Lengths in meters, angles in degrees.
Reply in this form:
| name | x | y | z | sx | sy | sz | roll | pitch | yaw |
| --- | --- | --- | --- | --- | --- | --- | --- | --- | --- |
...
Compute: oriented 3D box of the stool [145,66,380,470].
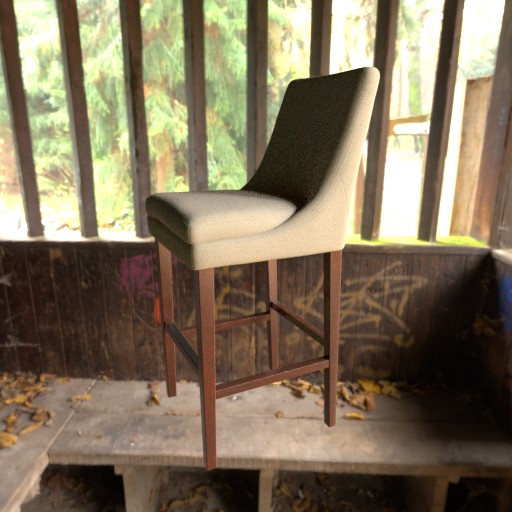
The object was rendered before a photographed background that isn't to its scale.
| name | x | y | z | sx | sy | sz | roll | pitch | yaw |
| --- | --- | --- | --- | --- | --- | --- | --- | --- | --- |
| stool | 0.000 | 0.000 | 1.378 | 0.577 | 1.078 | 0.470 | -8 | 18 | -25 |
